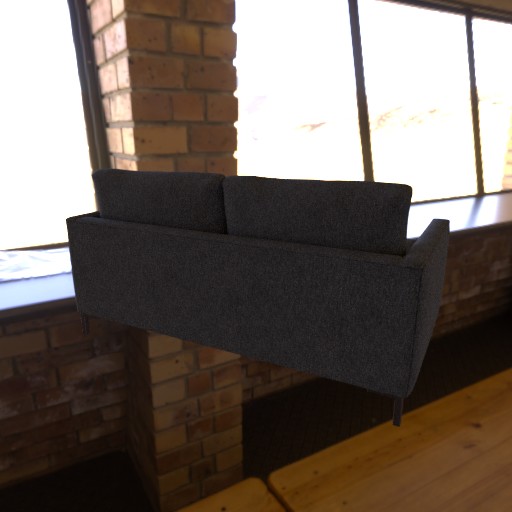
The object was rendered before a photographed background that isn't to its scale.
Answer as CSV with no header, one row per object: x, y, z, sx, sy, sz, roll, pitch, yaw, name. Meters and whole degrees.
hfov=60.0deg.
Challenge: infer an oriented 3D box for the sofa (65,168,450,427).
0.000,0.000,2.217,1.716,0.862,0.866,8,18,27,sofa
